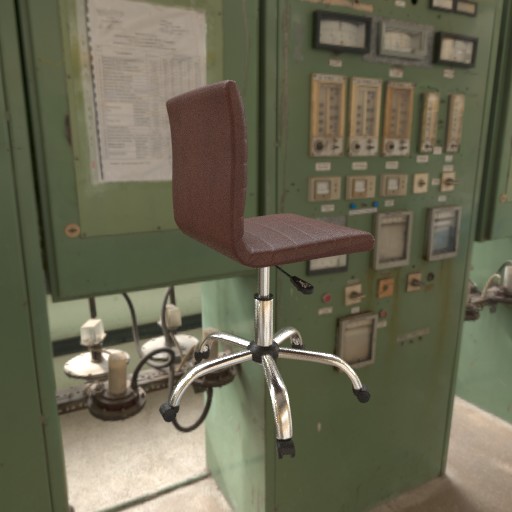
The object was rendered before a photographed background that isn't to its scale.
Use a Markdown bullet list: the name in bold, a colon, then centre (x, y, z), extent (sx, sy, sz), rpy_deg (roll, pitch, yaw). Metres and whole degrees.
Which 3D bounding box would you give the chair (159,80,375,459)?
- **chair**: centre (0.000, 0.000, 1.124), extent (0.530, 0.780, 0.556), rpy_deg (-7, 15, -26)
